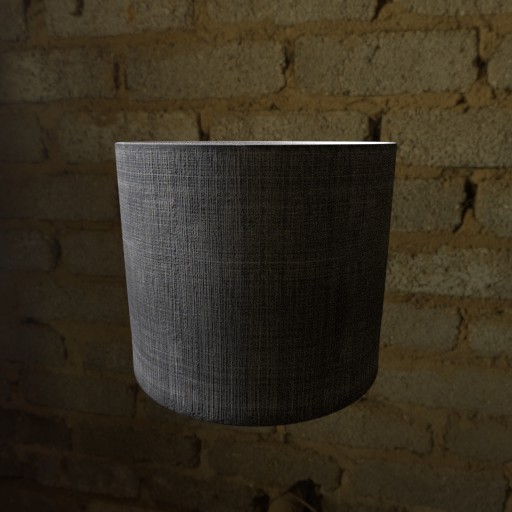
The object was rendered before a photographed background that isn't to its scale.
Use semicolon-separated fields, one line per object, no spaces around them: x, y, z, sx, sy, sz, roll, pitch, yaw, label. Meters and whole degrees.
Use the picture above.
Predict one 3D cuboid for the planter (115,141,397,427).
0.000;0.000;0.445;0.254;0.221;0.254;0;15;0;planter
